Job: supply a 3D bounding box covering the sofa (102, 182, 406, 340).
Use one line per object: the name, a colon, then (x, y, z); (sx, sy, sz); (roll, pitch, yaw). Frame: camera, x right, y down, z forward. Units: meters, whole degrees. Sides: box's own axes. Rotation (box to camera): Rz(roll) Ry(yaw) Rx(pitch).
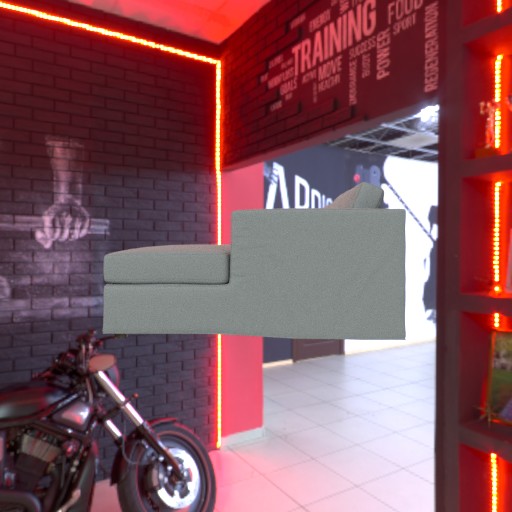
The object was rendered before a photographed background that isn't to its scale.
sofa: (0.000, 0.000, 3.904); (1.622, 0.867, 3.177); (0, 0, 0)
